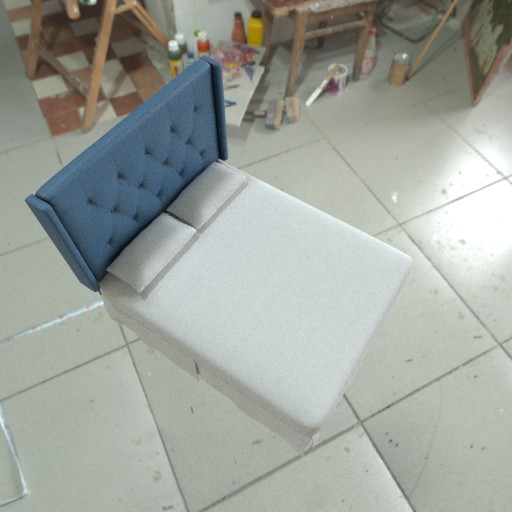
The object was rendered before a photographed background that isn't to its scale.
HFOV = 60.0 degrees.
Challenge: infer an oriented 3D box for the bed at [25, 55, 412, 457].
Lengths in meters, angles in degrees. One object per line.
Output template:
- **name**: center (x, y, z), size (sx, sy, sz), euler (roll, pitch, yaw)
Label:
- **bed**: center (0.000, 0.000, 3.306), size (2.078, 1.665, 1.719), euler (29, 62, 18)
